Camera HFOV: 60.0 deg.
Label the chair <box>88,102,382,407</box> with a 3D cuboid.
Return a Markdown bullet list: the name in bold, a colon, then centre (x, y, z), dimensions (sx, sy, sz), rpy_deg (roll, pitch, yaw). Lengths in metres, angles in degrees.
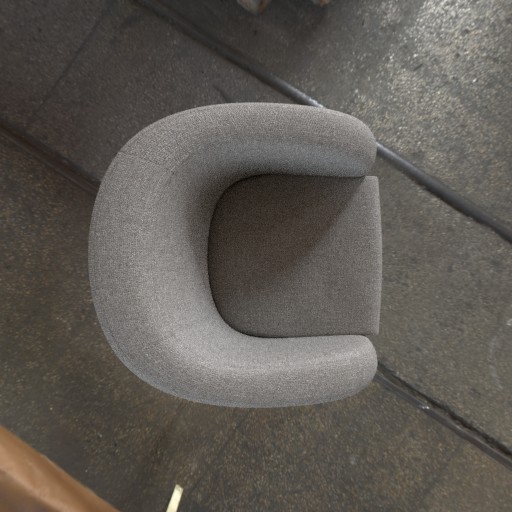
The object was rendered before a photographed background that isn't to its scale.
- **chair**: centre (0.000, 0.000, 1.424), dimensions (0.815, 0.771, 0.791), rpy_deg (0, 89, -1)
